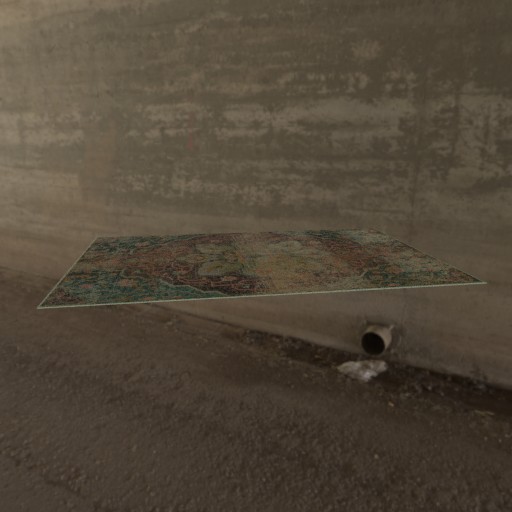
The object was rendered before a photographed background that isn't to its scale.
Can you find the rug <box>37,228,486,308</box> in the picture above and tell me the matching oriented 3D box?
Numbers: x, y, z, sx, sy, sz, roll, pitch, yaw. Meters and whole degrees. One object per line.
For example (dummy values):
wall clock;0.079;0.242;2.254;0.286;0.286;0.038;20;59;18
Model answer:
rug;0.000;0.000;2.991;2.363;0.004;1.566;-2;15;-8
